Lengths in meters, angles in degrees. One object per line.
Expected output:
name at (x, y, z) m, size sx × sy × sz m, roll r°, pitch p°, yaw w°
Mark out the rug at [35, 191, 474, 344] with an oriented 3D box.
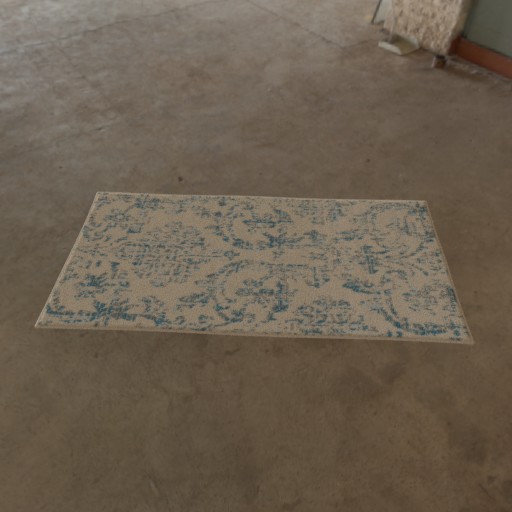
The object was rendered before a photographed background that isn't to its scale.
rug at (0.000, 0.000, 1.431) m, size 1.220 × 0.007 × 0.605 m, roll 2°, pitch 47°, yaw 2°
